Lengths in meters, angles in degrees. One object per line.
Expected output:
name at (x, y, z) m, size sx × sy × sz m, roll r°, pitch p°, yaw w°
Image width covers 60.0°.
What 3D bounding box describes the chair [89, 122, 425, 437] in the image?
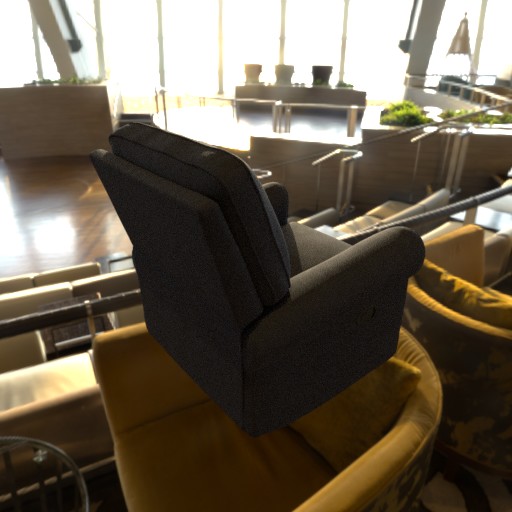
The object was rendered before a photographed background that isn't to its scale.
chair at (0.000, 0.000, 1.646) m, size 0.878 × 0.961 × 0.890 m, roll -19°, pitch 32°, yaw -34°
